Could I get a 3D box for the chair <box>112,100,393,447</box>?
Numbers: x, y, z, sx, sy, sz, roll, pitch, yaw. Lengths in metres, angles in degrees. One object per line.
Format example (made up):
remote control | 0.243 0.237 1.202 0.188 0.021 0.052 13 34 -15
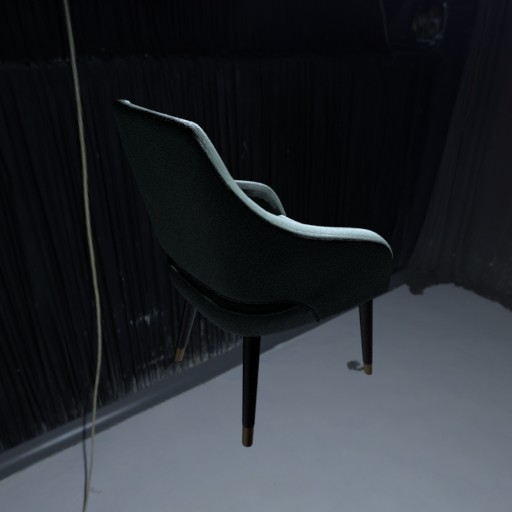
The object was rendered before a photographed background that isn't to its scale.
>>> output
chair | 0.000 0.000 1.575 0.794 1.081 0.683 -18 32 -31
